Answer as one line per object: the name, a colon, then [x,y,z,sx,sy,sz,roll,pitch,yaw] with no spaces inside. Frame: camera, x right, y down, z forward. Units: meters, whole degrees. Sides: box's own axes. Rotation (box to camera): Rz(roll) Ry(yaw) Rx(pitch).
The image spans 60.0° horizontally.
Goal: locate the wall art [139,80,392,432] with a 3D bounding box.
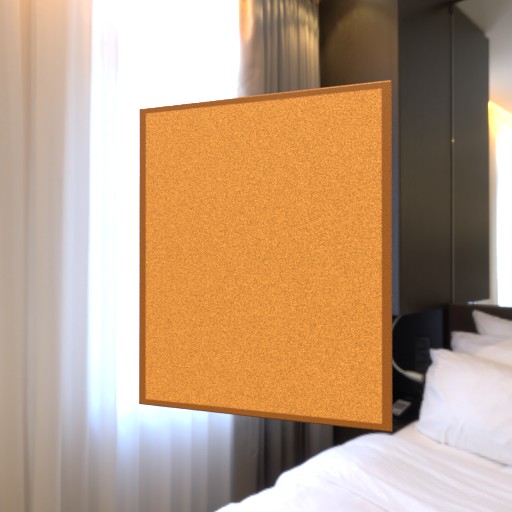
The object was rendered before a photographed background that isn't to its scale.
wall art: [0.000,0.000,0.528,0.310,0.379,0.015,0,0,17]
